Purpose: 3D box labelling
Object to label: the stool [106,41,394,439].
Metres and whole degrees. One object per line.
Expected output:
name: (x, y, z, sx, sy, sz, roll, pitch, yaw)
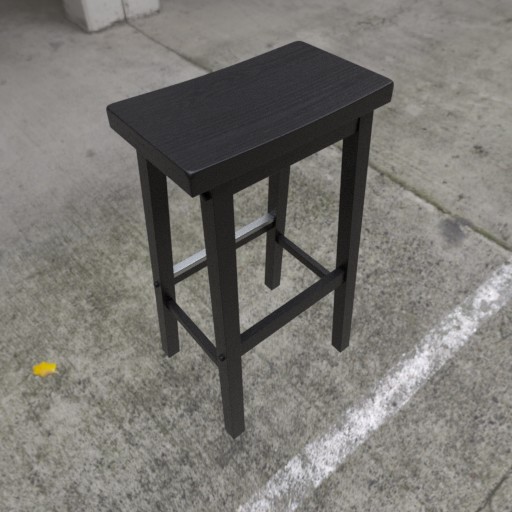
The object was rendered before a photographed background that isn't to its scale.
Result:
stool: (0.000, 0.000, 0.964, 0.406, 0.742, 0.322, -31, 54, -26)
